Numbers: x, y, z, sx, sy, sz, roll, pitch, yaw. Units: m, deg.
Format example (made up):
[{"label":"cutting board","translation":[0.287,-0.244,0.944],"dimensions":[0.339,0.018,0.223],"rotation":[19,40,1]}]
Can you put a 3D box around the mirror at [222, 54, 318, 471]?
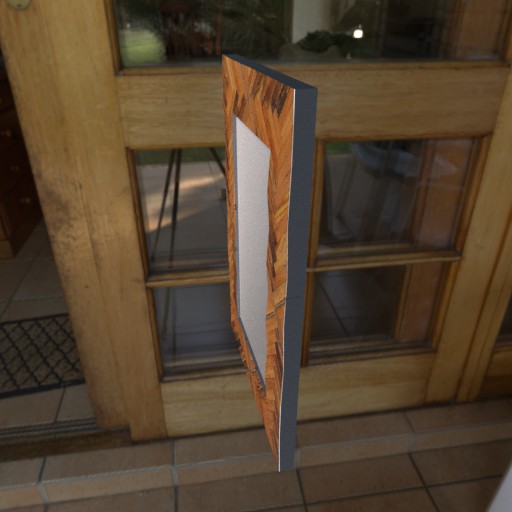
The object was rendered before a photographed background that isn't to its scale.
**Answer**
[{"label":"mirror","translation":[0.000,0.000,1.155],"dimensions":[0.044,0.912,0.606],"rotation":[-7,30,-12]}]
